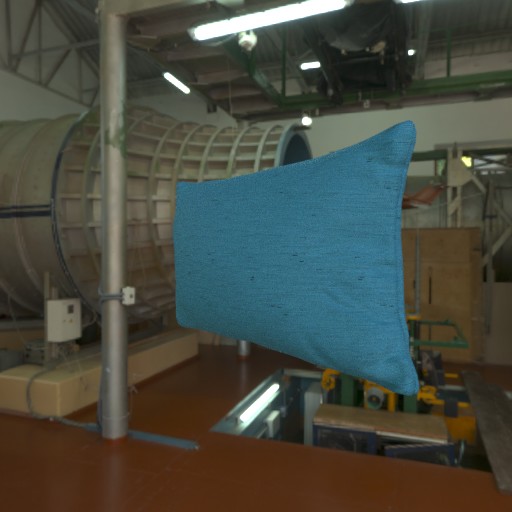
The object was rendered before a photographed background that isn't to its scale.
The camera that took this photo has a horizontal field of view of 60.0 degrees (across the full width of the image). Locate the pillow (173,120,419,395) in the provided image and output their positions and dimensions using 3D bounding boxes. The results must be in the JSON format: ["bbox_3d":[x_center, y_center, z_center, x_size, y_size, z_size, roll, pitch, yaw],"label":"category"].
[{"bbox_3d":[0.000,0.000,0.786,0.210,0.338,0.633,-1,1,-36],"label":"pillow"}]
